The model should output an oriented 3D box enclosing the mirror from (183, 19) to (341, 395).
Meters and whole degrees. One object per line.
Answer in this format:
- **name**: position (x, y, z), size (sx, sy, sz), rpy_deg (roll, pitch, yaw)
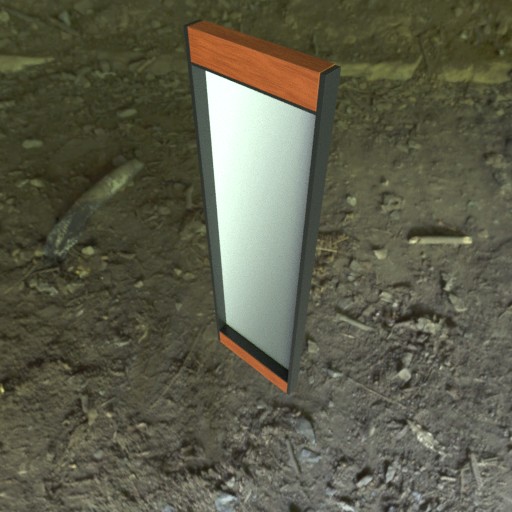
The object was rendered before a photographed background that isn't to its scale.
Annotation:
- **mirror**: position (0.000, 0.000, 1.216), size (0.343, 1.123, 0.047), rpy_deg (32, 54, 27)
